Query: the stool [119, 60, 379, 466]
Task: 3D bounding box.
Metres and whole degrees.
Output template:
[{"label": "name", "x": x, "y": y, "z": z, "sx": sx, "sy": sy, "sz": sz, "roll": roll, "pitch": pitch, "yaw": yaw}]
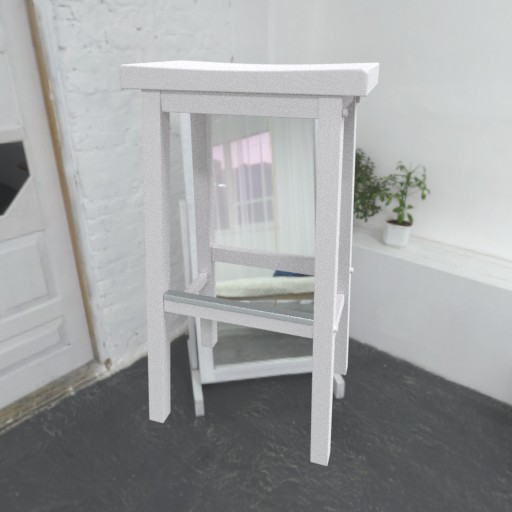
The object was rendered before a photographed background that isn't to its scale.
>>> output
[{"label": "stool", "x": 0.000, "y": 0.000, "z": 0.932, "sx": 0.406, "sy": 0.742, "sz": 0.322, "roll": 8, "pitch": 27, "yaw": 16}]
